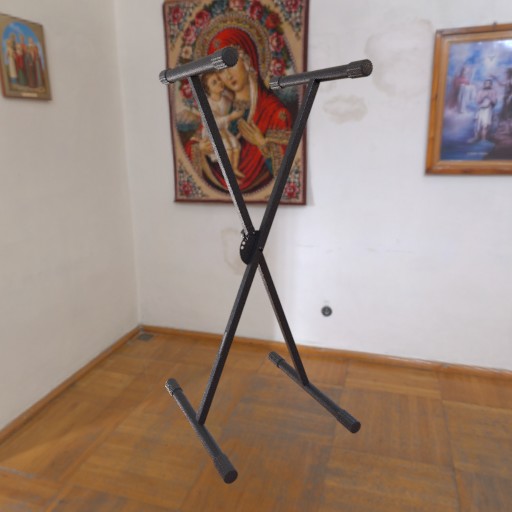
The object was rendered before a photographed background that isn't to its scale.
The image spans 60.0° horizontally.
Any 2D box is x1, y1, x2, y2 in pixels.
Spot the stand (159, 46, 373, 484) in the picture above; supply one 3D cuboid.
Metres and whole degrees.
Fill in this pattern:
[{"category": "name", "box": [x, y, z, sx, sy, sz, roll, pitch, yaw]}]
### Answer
[{"category": "stand", "box": [0.000, 0.000, 1.178, 0.409, 0.940, 0.449, -8, 18, -27]}]
